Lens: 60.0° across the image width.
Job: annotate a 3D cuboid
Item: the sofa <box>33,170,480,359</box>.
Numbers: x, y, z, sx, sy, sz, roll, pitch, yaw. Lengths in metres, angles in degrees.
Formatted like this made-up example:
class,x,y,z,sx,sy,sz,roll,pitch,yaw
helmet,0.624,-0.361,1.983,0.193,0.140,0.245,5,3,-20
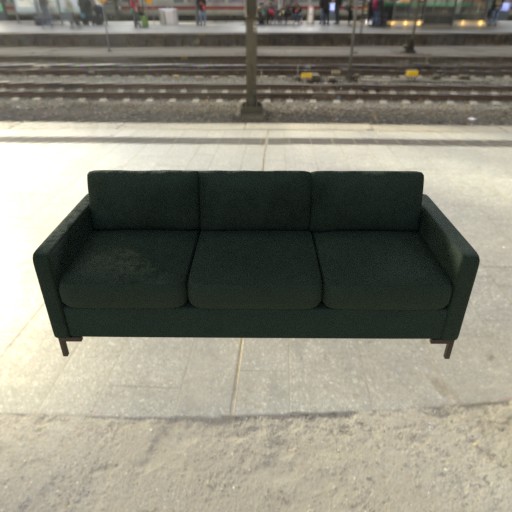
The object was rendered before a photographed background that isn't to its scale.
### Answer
class,x,y,z,sx,sy,sz,roll,pitch,yaw
sofa,0.000,0.000,2.629,2.218,0.870,0.859,0,30,0
